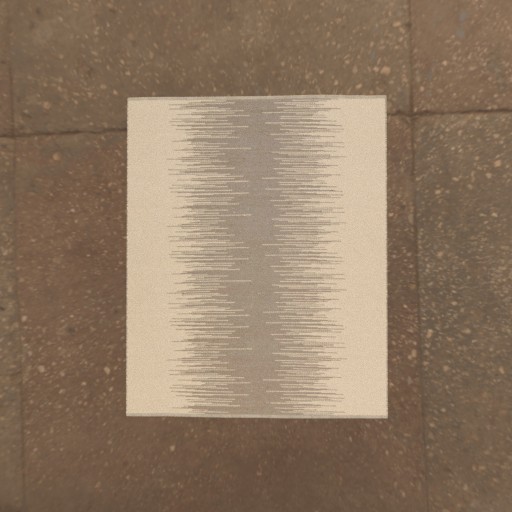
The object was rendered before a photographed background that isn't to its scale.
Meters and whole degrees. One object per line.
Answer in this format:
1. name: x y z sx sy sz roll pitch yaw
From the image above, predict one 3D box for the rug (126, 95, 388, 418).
1. rug: 0.000 0.000 4.175 2.453 0.010 3.037 0 89 1
